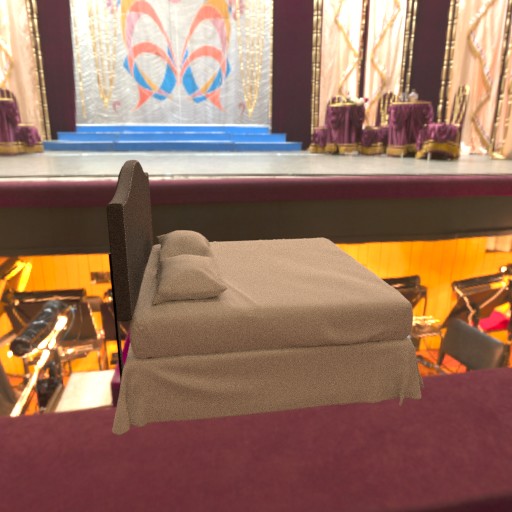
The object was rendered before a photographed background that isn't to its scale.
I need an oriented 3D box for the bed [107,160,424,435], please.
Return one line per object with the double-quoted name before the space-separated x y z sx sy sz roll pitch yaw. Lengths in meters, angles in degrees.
"bed" 0.000 0.000 3.851 2.219 1.651 2.314 -2 16 -8
